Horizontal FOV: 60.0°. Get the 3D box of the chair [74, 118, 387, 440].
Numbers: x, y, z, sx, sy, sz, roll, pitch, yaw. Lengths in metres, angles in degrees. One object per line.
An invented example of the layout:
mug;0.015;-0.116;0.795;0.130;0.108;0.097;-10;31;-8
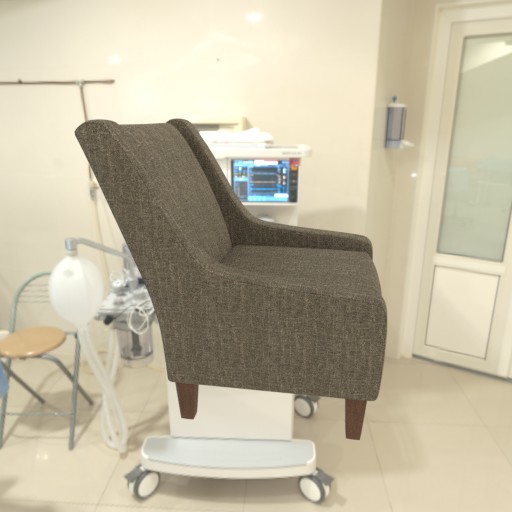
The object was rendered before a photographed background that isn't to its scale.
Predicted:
chair;0.000;0.000;1.713;0.944;1.012;0.793;3;18;10
